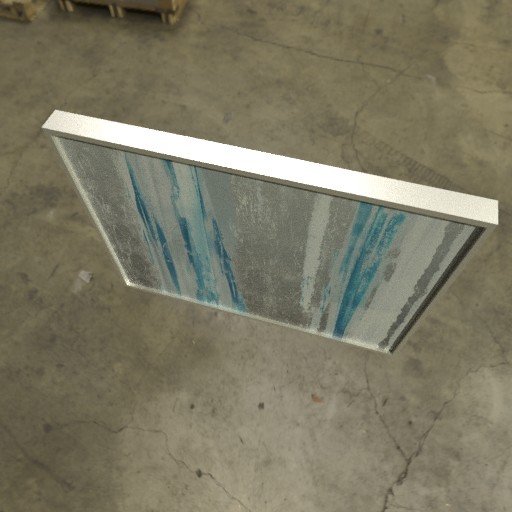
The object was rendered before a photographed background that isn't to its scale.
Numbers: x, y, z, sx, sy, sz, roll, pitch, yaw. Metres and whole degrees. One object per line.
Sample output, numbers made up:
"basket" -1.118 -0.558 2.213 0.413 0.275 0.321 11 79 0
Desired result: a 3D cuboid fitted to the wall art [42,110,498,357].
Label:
"wall art" 0.000 0.000 1.346 1.056 0.801 0.066 14 59 8
